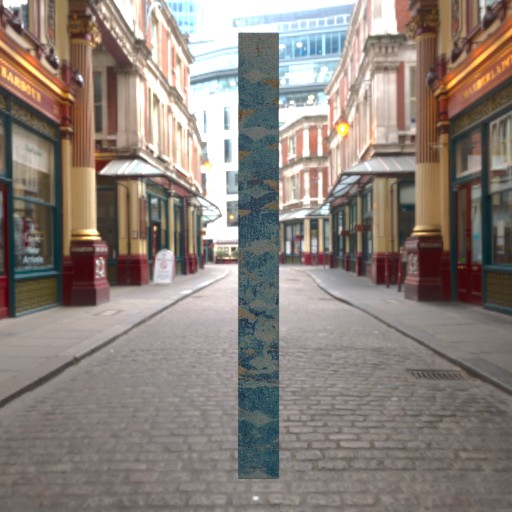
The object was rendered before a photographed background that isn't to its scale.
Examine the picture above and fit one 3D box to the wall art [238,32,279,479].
[{"bbox_3d":[0.000,0.000,0.604,0.037,0.405,0.405,0,0,-1],"label":"wall art"}]
